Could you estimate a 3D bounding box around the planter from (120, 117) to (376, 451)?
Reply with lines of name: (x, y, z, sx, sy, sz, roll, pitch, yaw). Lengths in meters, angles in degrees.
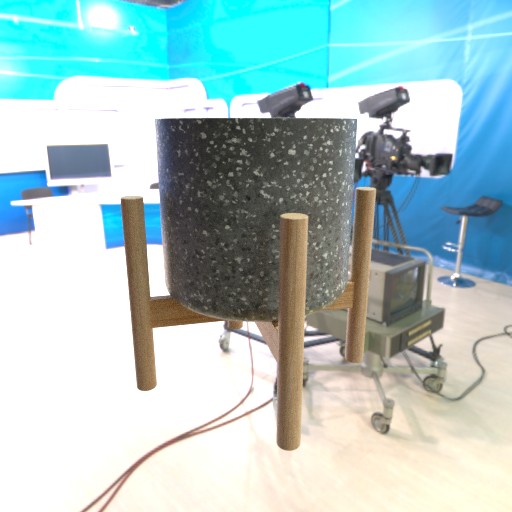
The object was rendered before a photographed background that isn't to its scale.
planter: (0.000, 0.000, 0.542, 0.284, 0.320, 0.284, 3, 17, 8)
